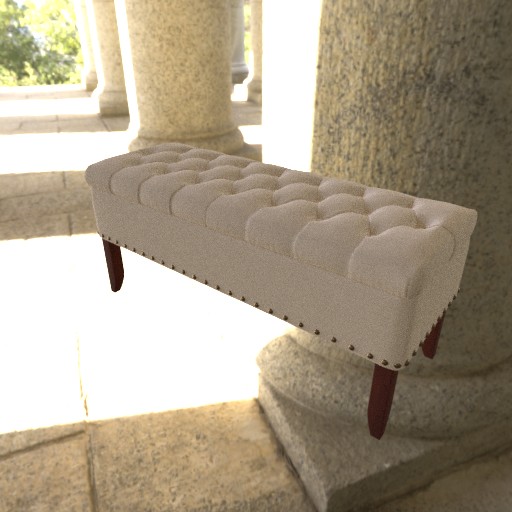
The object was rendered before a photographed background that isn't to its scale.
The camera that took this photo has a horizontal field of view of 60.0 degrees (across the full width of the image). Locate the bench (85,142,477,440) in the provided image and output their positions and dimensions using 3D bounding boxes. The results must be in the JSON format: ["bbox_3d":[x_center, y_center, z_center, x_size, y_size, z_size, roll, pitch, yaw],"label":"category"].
[{"bbox_3d":[0.000,0.000,1.297,1.054,0.470,0.400,21,34,33],"label":"bench"}]
